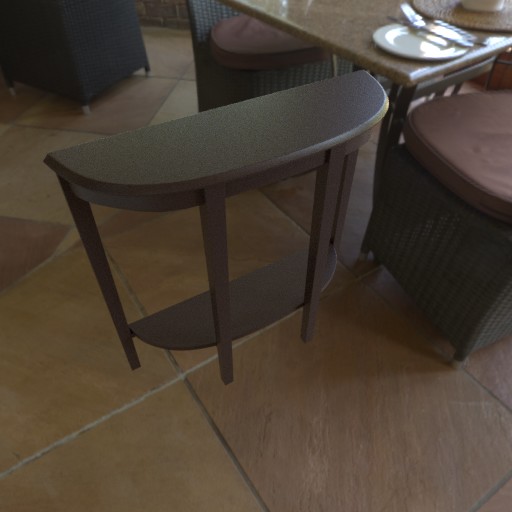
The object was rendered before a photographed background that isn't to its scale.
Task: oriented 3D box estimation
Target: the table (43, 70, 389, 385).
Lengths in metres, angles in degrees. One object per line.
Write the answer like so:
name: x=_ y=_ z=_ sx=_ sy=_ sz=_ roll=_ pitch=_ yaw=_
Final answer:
table: x=0.000 y=0.000 z=1.319 sx=0.909 sy=0.831 sz=0.274 roll=-23 pitch=49 yaw=-21
